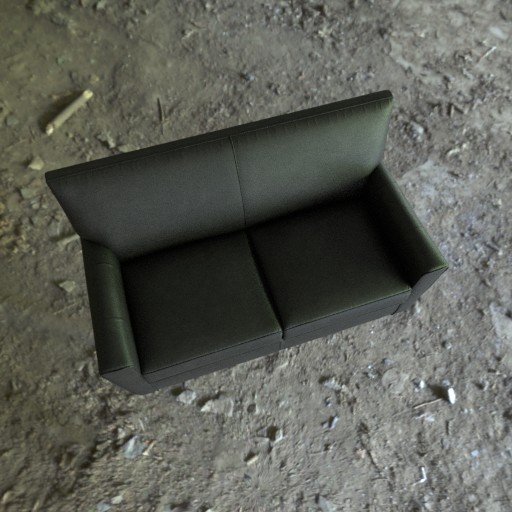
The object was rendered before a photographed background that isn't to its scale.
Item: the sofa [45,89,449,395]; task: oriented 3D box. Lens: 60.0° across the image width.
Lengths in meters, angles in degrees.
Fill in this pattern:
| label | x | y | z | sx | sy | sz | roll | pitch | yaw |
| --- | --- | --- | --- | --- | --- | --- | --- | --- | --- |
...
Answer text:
| label | x | y | z | sx | sy | sz | roll | pitch | yaw |
| --- | --- | --- | --- | --- | --- | --- | --- | --- | --- |
| sofa | 0.000 | 0.000 | 2.029 | 1.473 | 0.871 | 0.787 | -16 | 63 | -8 |
